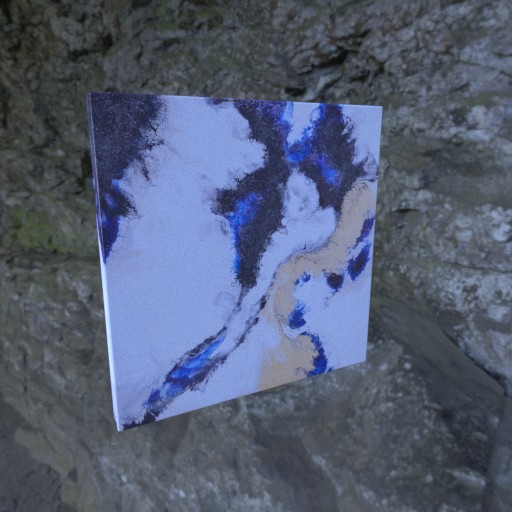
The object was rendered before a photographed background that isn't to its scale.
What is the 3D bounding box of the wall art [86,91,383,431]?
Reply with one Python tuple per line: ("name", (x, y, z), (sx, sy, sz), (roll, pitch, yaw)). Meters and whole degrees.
("wall art", (0.000, 0.000, 0.918), (0.609, 0.609, 0.039), (-7, 16, -27))
